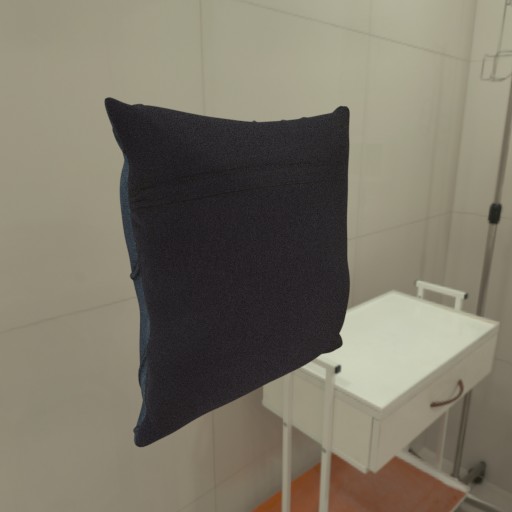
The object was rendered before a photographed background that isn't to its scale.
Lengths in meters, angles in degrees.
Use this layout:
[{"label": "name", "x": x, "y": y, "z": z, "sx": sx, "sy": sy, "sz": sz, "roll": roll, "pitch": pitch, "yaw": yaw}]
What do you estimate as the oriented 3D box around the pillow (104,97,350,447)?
[{"label": "pillow", "x": 0.000, "y": 0.000, "z": 0.662, "sx": 0.439, "sy": 0.440, "sz": 0.183, "roll": -14, "pitch": 21, "yaw": -41}]
